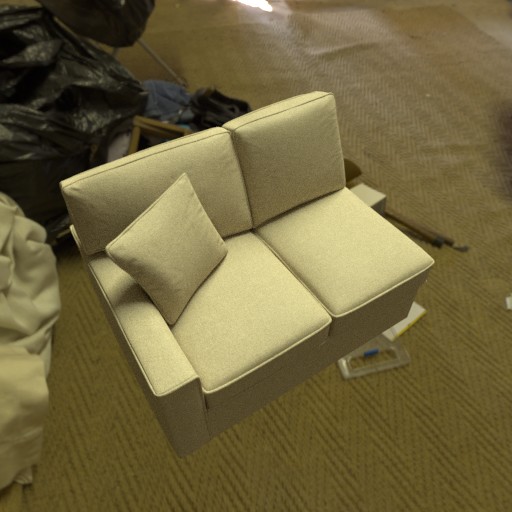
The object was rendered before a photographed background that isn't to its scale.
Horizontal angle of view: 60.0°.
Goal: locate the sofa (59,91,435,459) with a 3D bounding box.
[{"bbox_3d":[0.000,0.000,2.063,1.388,0.989,0.991,-25,51,-22],"label":"sofa"}]
